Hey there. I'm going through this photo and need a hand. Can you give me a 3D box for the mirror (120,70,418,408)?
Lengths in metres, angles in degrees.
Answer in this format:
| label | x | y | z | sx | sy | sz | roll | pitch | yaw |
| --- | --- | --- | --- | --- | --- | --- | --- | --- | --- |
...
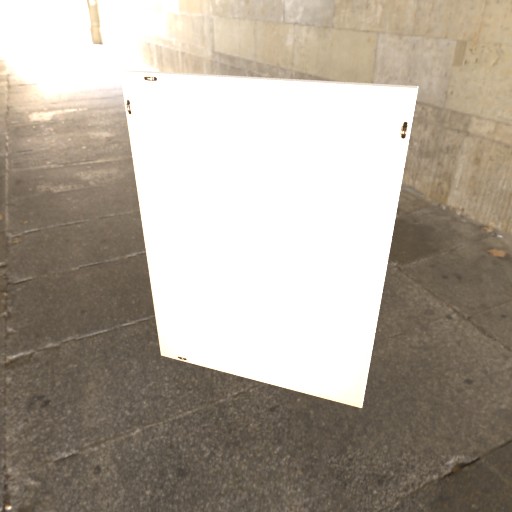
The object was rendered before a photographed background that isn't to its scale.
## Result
| label | x | y | z | sx | sy | sz | roll | pitch | yaw |
| --- | --- | --- | --- | --- | --- | --- | --- | --- | --- |
| mirror | 0.000 | 0.000 | 1.350 | 0.762 | 1.016 | 0.040 | 10 | 32 | 17 |
